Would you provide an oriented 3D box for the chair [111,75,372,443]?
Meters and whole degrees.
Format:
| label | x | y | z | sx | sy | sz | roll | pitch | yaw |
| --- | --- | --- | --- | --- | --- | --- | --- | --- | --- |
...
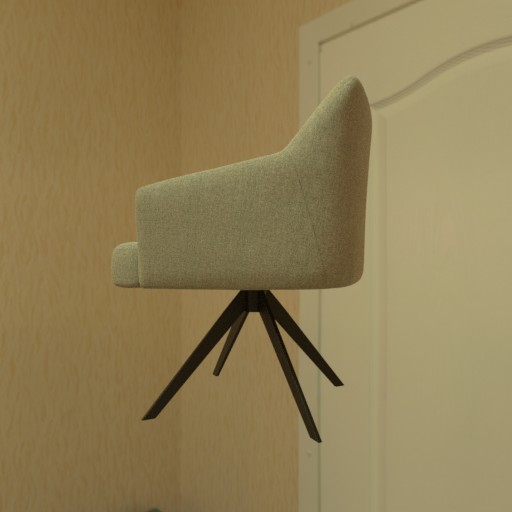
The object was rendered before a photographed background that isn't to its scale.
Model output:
| label | x | y | z | sx | sy | sz | roll | pitch | yaw |
| --- | --- | --- | --- | --- | --- | --- | --- | --- | --- |
| chair | 0.000 | 0.000 | 1.341 | 0.677 | 0.874 | 0.642 | 0 | 0 | 17 |
